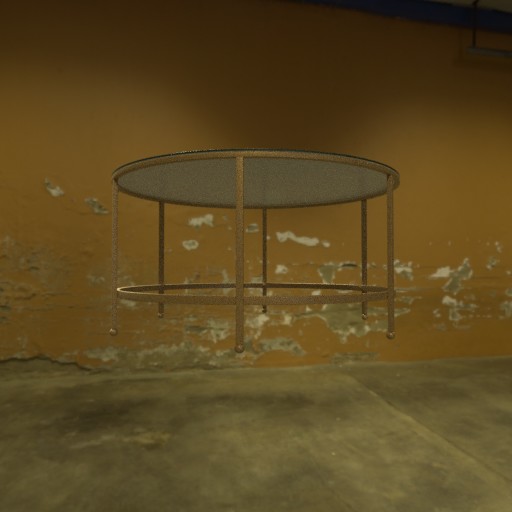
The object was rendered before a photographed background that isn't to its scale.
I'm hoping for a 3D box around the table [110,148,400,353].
[{"bbox_3d":[0.000,0.000,1.466,0.914,0.470,0.914,0,-2,0],"label":"table"}]
